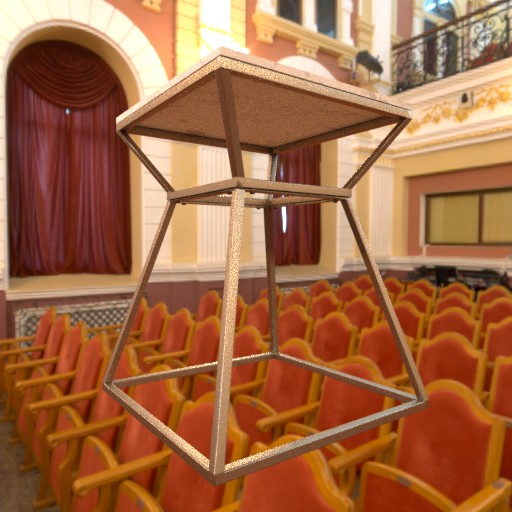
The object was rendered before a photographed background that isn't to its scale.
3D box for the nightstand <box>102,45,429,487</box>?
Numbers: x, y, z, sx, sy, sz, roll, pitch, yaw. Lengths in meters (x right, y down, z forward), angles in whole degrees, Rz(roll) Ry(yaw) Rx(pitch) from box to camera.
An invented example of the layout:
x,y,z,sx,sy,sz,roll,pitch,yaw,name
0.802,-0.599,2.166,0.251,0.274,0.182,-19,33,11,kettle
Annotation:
x,y,z,sx,sy,sz,roll,pitch,yaw,name
0.000,0.000,0.855,0.455,0.554,0.455,-1,2,-36,nightstand
